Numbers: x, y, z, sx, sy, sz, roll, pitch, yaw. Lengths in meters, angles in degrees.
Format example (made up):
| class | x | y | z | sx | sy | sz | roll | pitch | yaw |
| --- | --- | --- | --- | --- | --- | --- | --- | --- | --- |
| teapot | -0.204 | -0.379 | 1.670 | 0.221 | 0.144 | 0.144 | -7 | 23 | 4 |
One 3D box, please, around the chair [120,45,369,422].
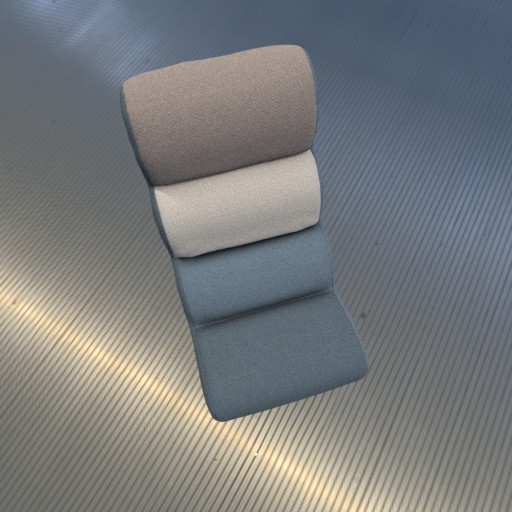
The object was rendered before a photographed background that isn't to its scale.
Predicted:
| class | x | y | z | sx | sy | sz | roll | pitch | yaw |
| --- | --- | --- | --- | --- | --- | --- | --- | --- | --- |
| chair | 0.000 | 0.000 | 1.060 | 0.420 | 0.641 | 0.661 | -15 | 67 | -7 |
